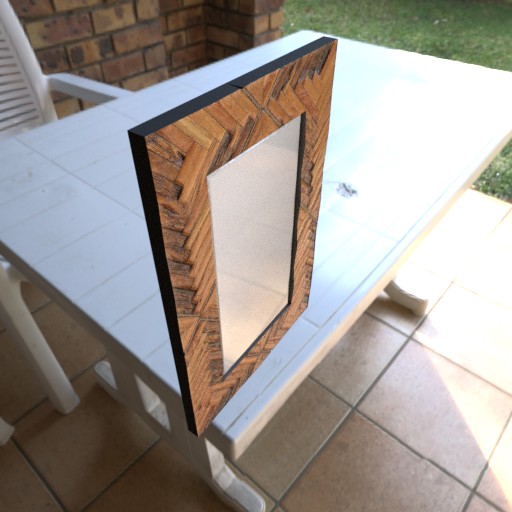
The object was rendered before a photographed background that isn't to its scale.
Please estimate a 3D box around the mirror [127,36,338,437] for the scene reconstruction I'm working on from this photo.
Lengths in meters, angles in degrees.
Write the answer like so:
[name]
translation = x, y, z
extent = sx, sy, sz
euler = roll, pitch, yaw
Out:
[mirror]
translation = 0.000, 0.000, 1.141
extent = 0.044, 0.912, 0.606
euler = 25, 47, 26
